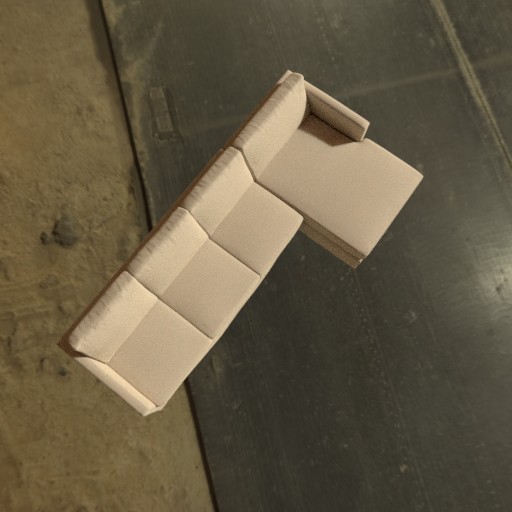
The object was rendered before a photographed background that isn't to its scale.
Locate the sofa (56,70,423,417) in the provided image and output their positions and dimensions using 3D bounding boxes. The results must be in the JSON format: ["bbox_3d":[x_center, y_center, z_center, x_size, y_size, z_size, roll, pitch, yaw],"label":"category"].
[{"bbox_3d":[0.000,0.000,3.966,1.622,0.871,3.206,36,79,8],"label":"sofa"}]
